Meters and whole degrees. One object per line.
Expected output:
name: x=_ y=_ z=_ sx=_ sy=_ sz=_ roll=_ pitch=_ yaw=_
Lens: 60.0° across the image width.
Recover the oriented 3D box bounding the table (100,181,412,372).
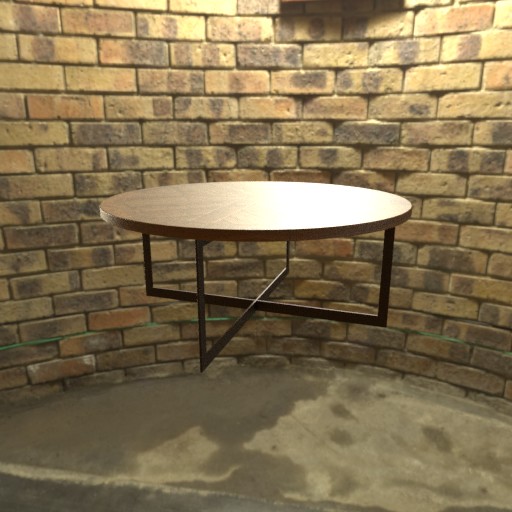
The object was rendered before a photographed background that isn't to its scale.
table: x=0.000 y=0.000 z=1.960 sx=1.264 sy=0.516 sz=1.264 roll=0 pitch=16 yaw=0
